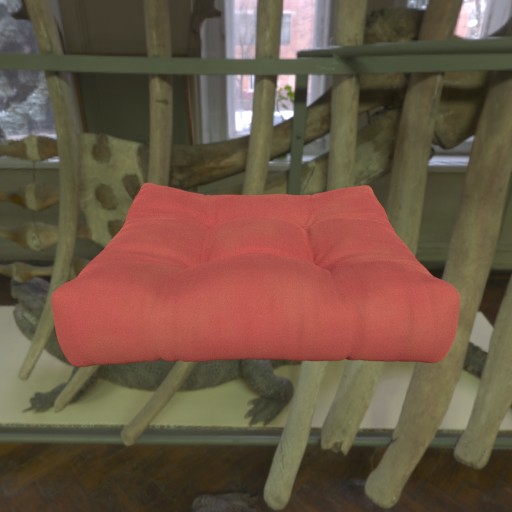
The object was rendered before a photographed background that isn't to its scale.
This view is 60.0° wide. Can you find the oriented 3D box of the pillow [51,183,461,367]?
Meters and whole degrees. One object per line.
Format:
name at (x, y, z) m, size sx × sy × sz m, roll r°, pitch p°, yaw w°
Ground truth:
pillow at (0.000, 0.000, 0.729) m, size 0.490 × 0.128 × 0.468 m, roll 0°, pitch 26°, yaw 0°
